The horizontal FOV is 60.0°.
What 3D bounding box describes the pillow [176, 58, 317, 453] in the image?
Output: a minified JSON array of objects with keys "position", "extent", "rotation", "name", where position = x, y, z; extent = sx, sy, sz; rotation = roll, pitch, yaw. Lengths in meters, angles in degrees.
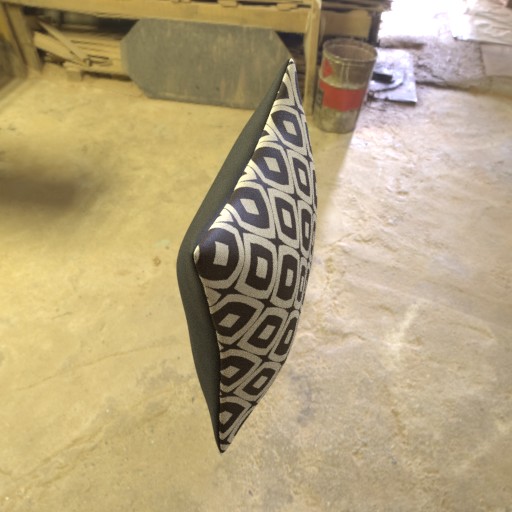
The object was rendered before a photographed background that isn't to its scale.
[{"position":[0.000,0.000,0.777],"extent":[0.188,0.494,0.504],"rotation":[10,46,10],"name":"pillow"}]
